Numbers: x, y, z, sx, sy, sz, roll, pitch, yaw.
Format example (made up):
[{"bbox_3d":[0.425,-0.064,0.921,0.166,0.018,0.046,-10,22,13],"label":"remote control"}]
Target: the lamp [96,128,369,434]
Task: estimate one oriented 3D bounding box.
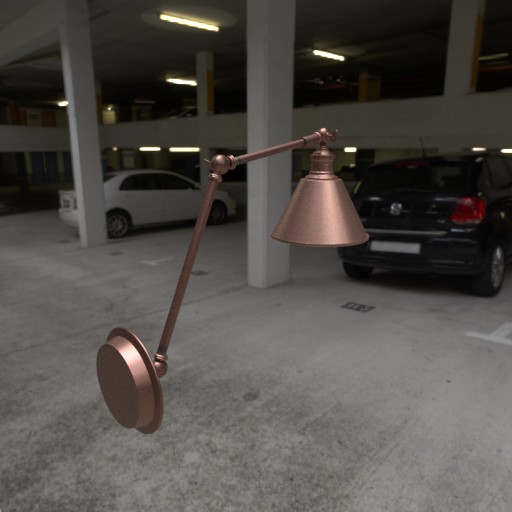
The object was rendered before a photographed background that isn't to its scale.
[{"bbox_3d":[0.000,0.000,0.884,0.624,0.502,0.223,-13,19,-42],"label":"lamp"}]
